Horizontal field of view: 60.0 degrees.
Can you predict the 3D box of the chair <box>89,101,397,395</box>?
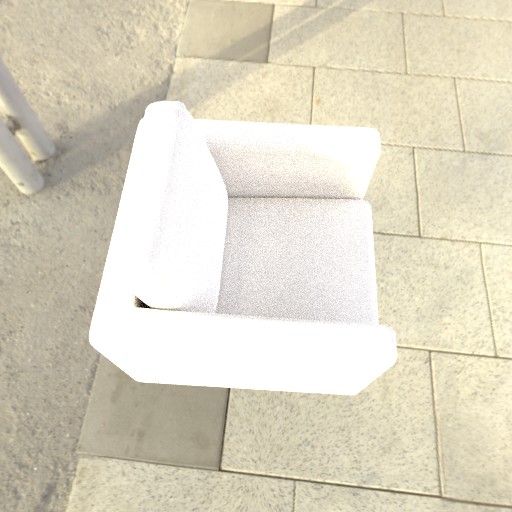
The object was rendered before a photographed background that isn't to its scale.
[{"bbox_3d":[0.000,0.000,1.570,0.879,0.899,0.831,3,64,2],"label":"chair"}]
